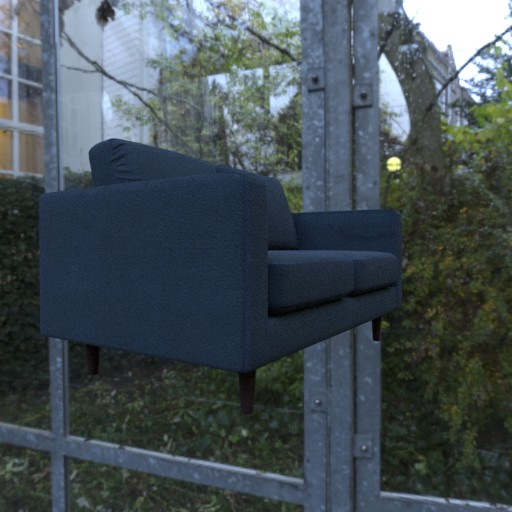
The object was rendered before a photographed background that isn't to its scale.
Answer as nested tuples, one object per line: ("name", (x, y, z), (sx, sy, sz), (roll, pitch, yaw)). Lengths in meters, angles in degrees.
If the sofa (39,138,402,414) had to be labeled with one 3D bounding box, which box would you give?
("sofa", (0.000, 0.000, 2.061), (0.999, 0.930, 1.518), (1, 1, 33))
